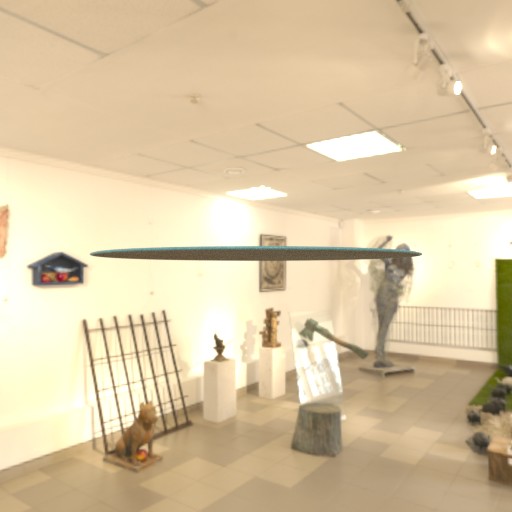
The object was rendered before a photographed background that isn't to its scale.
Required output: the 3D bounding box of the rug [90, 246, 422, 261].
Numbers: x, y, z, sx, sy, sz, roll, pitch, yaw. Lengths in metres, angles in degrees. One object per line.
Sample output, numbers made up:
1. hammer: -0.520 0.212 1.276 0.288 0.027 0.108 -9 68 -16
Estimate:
1. rug: 0.000 0.000 2.267 1.593 0.012 1.593 0 -2 0
